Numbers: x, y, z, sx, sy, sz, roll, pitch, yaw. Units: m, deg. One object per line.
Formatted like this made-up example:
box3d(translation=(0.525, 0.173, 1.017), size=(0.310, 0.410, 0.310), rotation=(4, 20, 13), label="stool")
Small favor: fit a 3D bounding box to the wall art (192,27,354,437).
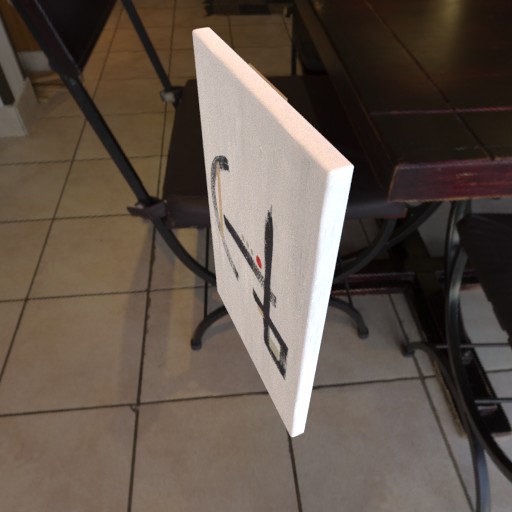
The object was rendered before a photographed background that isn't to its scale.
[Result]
box3d(translation=(0.000, 0.000, 1.139), size=(0.048, 0.916, 0.602), rotation=(-18, 48, -17), label="wall art")
